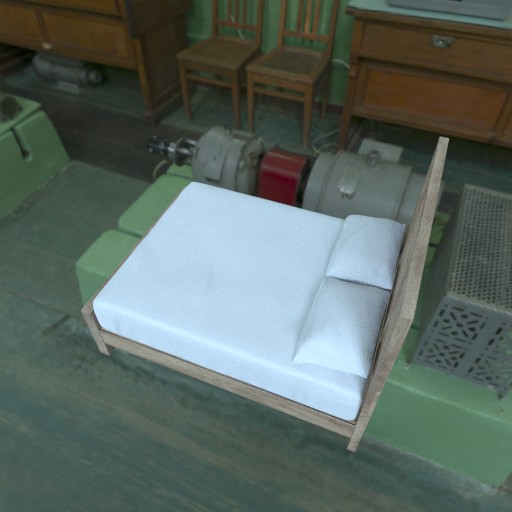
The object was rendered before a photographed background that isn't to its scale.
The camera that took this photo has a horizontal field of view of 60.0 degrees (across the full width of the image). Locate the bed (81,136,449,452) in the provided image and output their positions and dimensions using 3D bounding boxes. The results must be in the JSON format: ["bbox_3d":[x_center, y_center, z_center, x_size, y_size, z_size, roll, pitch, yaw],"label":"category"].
[{"bbox_3d":[0.000,0.000,3.384,2.197,1.626,1.626,16,49,15],"label":"bed"}]
